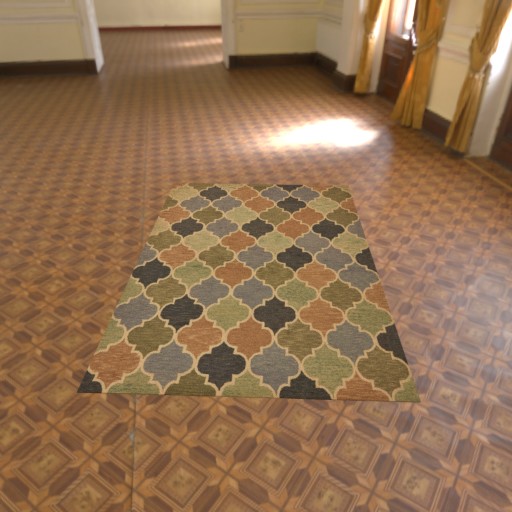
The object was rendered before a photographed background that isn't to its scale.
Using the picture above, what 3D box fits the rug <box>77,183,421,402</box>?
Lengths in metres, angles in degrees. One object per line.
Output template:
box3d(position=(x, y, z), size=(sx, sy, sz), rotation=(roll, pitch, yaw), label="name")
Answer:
box3d(position=(0.000, 0.000, 2.914), size=(1.521, 0.006, 2.284), rotation=(1, 33, 2), label="rug")
